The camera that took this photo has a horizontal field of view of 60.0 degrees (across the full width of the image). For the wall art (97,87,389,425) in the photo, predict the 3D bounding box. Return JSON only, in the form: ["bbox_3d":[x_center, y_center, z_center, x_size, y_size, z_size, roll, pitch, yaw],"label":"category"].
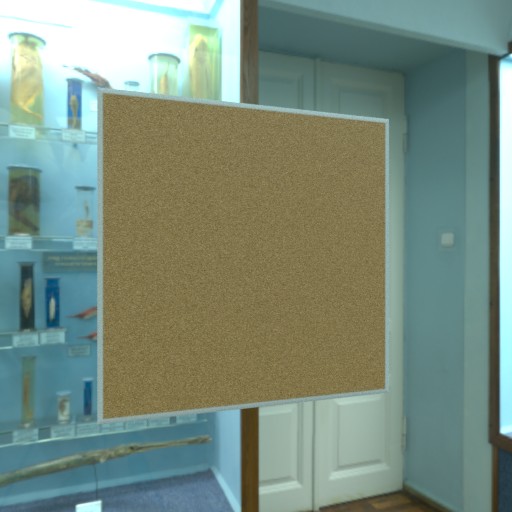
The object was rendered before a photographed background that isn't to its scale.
[{"bbox_3d":[0.000,0.000,1.141,0.768,0.765,0.041,0,0,-18],"label":"wall art"}]
